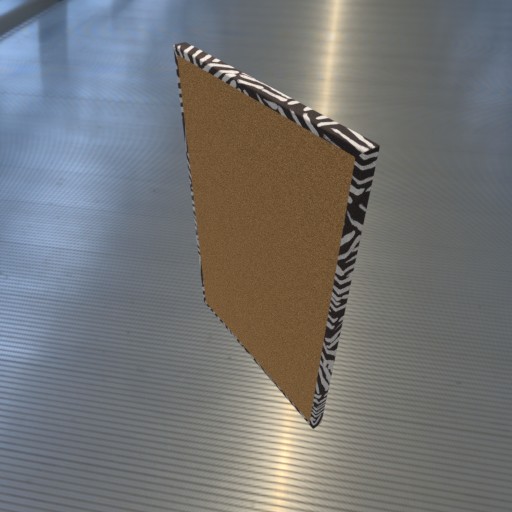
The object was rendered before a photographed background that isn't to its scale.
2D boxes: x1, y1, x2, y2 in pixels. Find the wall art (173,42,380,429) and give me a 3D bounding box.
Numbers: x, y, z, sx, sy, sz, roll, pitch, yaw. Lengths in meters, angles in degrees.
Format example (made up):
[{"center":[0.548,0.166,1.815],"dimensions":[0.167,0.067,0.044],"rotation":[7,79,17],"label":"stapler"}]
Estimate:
[{"center":[0.000,0.000,1.181],"dimensions":[0.035,0.918,0.615],"rotation":[-27,49,-26],"label":"wall art"}]
